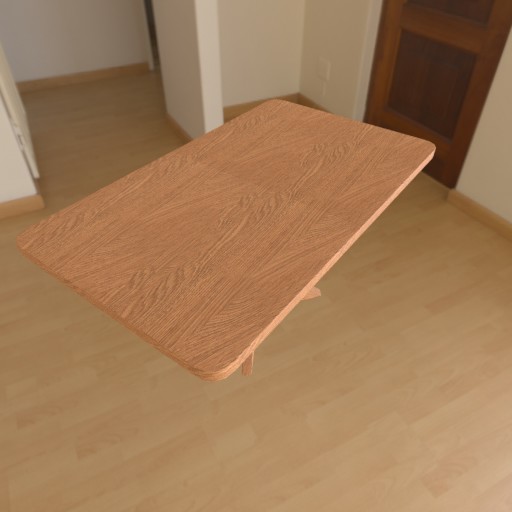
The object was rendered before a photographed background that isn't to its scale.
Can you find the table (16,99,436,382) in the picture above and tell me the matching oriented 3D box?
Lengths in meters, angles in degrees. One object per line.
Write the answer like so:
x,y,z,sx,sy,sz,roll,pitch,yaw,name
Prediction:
0.000,0.000,2.054,0.950,0.770,1.600,26,47,27,table
